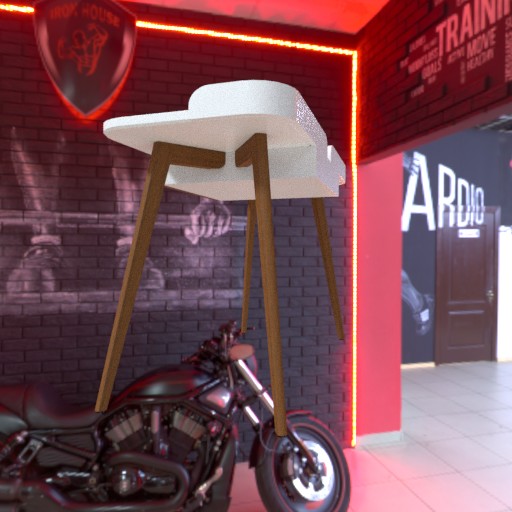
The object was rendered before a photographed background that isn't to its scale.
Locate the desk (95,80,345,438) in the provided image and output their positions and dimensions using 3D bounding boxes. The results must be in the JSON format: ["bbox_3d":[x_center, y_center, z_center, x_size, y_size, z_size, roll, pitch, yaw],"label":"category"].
[{"bbox_3d":[0.000,0.000,1.623,0.534,0.807,1.206,0,1,18],"label":"desk"}]
